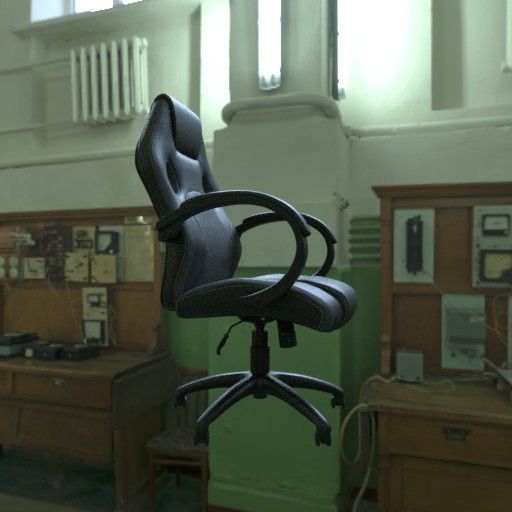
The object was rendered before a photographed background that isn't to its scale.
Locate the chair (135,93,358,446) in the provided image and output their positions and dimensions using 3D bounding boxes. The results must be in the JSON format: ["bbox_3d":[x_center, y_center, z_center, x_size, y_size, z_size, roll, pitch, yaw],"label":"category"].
[{"bbox_3d":[0.000,0.000,1.630,0.724,1.187,0.673,0,-1,17],"label":"chair"}]
